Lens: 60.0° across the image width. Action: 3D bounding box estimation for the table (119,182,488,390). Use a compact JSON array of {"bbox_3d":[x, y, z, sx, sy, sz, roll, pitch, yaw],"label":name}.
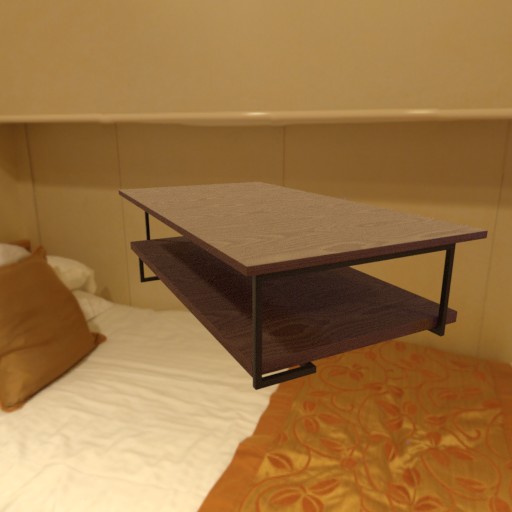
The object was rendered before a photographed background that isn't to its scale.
[{"bbox_3d":[0.000,0.000,1.491,0.651,0.347,1.197,-8,18,-26],"label":"table"}]
